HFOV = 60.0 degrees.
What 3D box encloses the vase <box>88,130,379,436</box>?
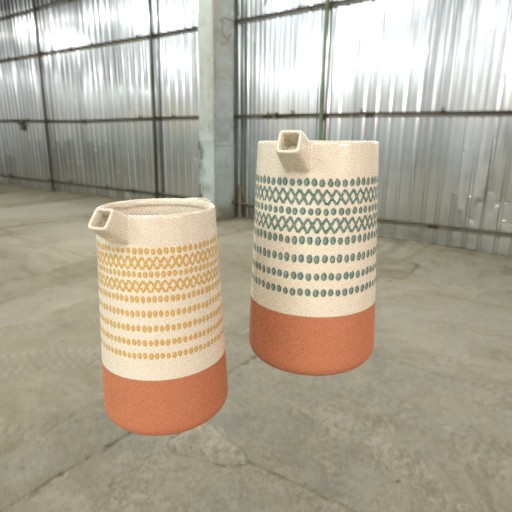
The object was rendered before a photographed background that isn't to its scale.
[{"bbox_3d":[0.000,0.000,0.453,0.326,0.247,0.168,-7,17,-24],"label":"vase"}]
